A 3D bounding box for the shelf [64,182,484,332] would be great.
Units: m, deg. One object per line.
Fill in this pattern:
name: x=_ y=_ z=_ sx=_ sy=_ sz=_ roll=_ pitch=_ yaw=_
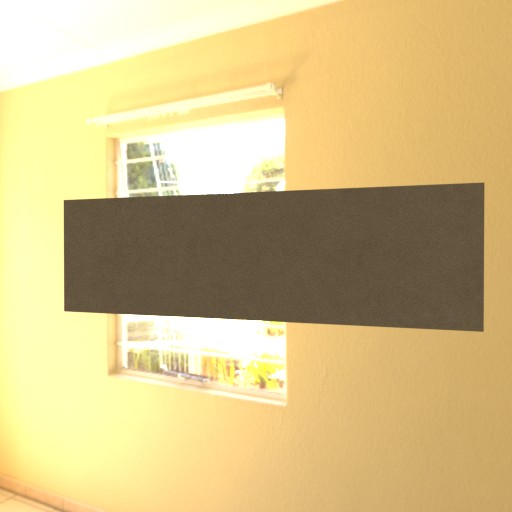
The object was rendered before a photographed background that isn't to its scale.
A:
shelf: x=0.000 y=0.000 z=1.135 sx=1.020 sy=0.300 sz=0.200 roll=0 pitch=1 yaw=17
